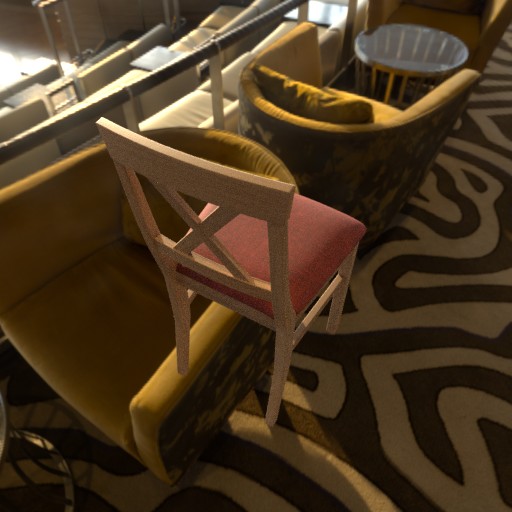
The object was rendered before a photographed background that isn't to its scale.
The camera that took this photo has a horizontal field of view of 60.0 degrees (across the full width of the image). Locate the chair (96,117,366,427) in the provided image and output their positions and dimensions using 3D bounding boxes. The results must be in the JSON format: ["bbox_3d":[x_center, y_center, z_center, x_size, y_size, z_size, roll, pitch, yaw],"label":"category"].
[{"bbox_3d":[0.000,0.000,1.159,0.439,0.912,0.492,23,52,20],"label":"chair"}]
